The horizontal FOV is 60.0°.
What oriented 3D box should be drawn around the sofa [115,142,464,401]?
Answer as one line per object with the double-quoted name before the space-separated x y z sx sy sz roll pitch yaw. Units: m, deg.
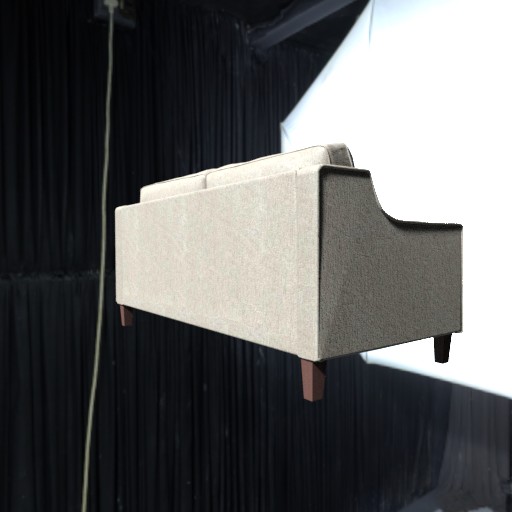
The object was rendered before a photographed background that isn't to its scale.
"sofa" 0.000 0.000 2.807 1.073 1.074 2.181 -1 1 -37
